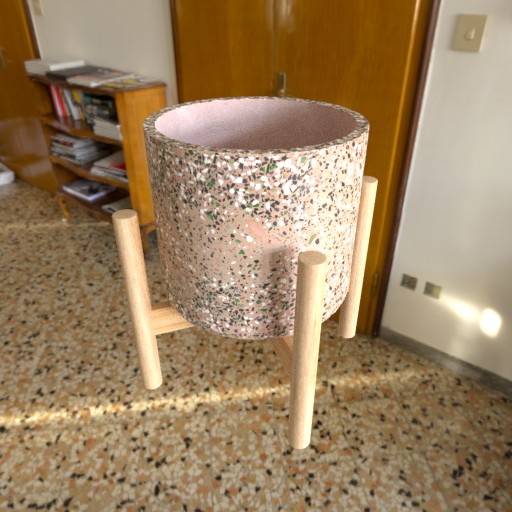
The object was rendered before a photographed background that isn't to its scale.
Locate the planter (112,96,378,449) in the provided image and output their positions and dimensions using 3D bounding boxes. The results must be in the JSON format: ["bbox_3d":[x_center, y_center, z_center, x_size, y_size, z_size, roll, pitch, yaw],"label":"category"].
[{"bbox_3d":[0.000,0.000,0.527,0.284,0.320,0.284,1,31,2],"label":"planter"}]
